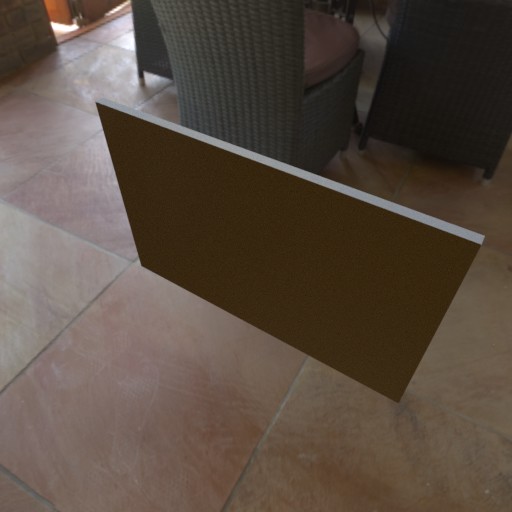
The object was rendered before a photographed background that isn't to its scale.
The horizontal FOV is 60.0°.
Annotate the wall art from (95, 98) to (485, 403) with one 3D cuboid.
[{"bbox_3d":[0.000,0.000,1.159,0.932,0.610,0.027,25,51,22],"label":"wall art"}]
